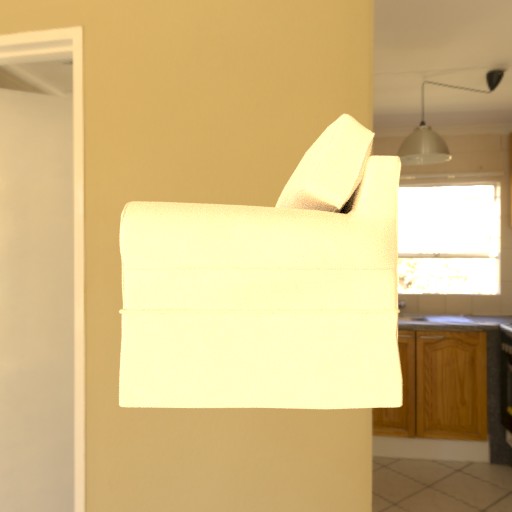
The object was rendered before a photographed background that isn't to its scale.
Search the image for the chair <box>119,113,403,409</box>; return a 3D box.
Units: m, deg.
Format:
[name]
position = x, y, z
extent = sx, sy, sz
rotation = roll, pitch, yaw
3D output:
[chair]
position = 0.000, 0.000, 1.865
extent = 0.904, 0.958, 1.099
rotation = 0, 0, 0
